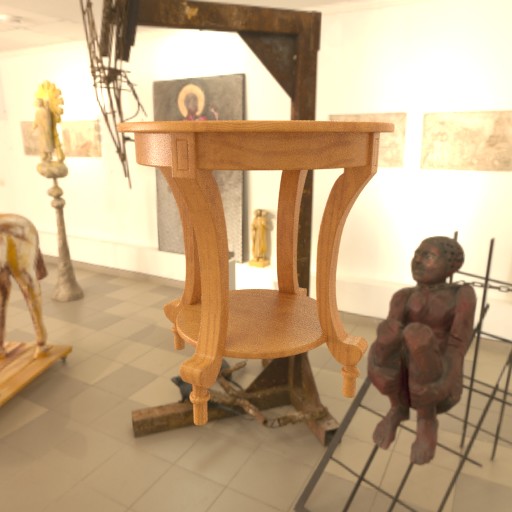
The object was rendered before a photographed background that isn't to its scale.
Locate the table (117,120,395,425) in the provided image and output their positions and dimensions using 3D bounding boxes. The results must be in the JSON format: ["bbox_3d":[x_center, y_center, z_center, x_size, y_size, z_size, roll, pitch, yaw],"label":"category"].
[{"bbox_3d":[0.000,0.000,1.075,0.597,0.612,0.597,0,15,0],"label":"table"}]
